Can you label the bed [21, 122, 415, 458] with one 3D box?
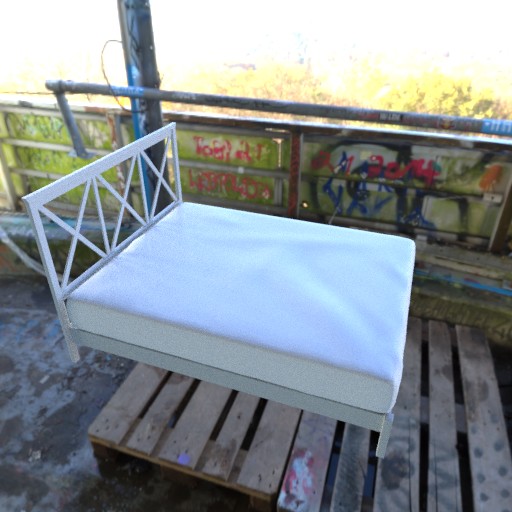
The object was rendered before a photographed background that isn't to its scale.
[{"bbox_3d":[0.000,0.000,3.115,2.135,1.253,1.673,11,33,17],"label":"bed"}]
